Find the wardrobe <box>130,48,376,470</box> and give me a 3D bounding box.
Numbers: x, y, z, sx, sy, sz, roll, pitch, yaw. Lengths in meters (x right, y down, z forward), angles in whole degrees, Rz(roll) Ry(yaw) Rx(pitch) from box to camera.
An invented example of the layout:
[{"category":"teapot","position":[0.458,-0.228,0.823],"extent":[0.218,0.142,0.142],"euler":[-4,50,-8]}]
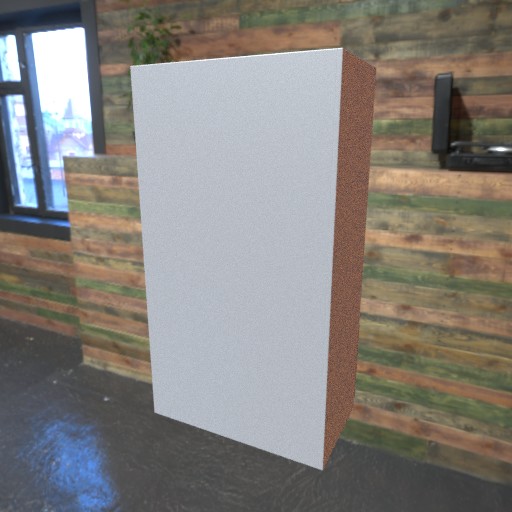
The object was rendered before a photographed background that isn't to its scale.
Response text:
[{"category":"wardrobe","position":[0.000,0.000,2.289],"extent":[0.991,1.808,0.577],"euler":[8,17,26]}]
